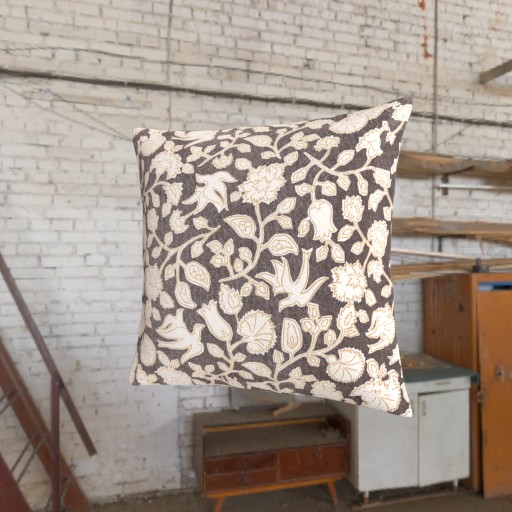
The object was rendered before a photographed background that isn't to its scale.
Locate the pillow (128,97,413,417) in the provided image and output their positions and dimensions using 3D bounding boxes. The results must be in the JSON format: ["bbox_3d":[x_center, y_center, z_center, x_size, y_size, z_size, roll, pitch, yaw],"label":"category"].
[{"bbox_3d":[0.000,0.000,0.788,0.526,0.507,0.166,0,0,20],"label":"pillow"}]
